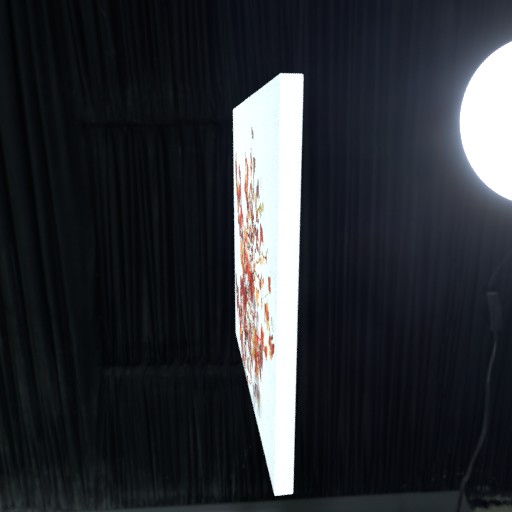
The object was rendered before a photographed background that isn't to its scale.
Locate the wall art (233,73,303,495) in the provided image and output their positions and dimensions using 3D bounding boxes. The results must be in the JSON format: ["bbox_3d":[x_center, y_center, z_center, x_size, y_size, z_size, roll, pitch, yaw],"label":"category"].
[{"bbox_3d":[0.000,0.000,1.493,0.049,1.009,1.009,-2,15,-8],"label":"wall art"}]
